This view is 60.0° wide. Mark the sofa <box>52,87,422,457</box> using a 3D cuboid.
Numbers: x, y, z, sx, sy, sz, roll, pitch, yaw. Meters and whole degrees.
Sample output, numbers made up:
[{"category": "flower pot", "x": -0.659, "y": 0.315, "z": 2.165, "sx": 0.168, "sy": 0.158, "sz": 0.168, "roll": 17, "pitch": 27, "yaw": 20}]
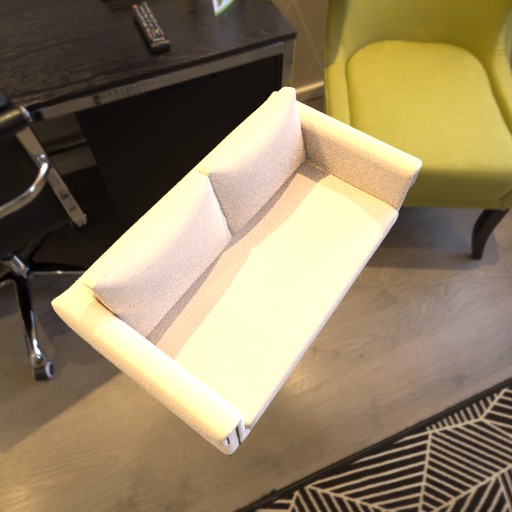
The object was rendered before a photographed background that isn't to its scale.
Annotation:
[{"category": "sofa", "x": 0.000, "y": 0.000, "z": 2.165, "sx": 0.905, "sy": 0.873, "sz": 1.598, "roll": 32, "pitch": 64, "yaw": 18}]
